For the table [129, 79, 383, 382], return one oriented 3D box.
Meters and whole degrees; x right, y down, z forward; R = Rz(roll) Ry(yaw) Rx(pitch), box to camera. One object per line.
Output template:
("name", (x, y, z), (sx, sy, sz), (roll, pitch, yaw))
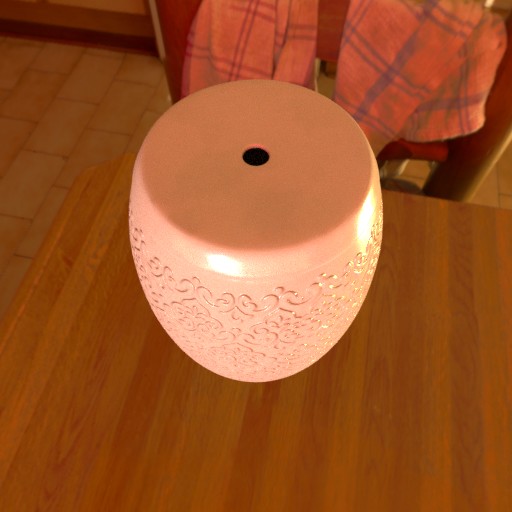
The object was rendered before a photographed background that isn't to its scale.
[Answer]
("table", (0.000, 0.000, 0.607), (0.309, 0.397, 0.309), (0, 60, 0))
